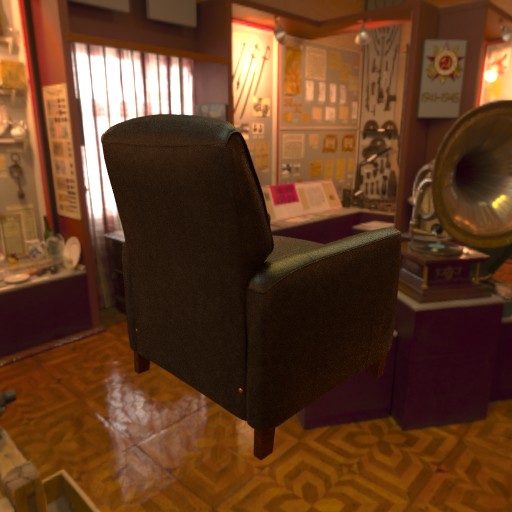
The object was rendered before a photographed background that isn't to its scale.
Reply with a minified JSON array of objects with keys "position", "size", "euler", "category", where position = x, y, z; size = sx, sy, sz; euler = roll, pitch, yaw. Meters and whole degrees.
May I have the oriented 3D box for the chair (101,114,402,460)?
[{"position":[0.000,0.000,1.702],"size":[0.864,1.014,0.848],"euler":[-15,21,-43],"category":"chair"}]
